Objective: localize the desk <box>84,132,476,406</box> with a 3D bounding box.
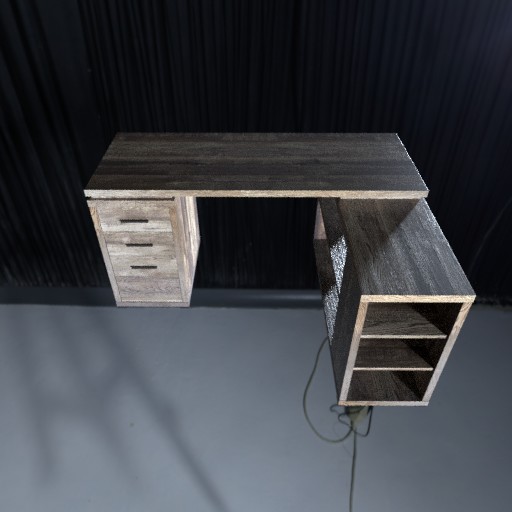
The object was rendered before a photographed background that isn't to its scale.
[{"bbox_3d":[0.000,0.000,2.199,1.524,0.753,1.200,0,40,0],"label":"desk"}]
